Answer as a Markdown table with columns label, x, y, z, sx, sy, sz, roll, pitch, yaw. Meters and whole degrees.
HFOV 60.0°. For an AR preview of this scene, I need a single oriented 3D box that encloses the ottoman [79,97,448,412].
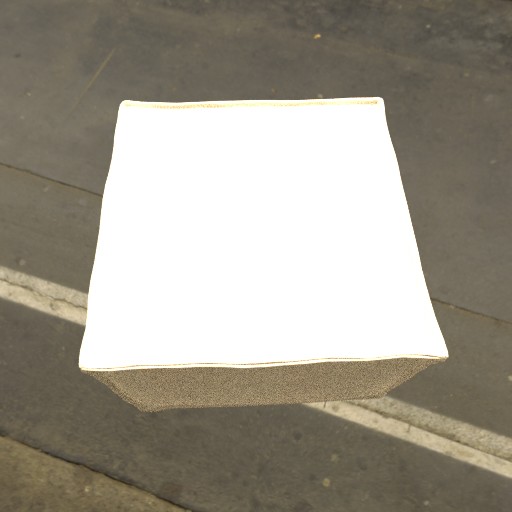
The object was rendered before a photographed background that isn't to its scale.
| label | x | y | z | sx | sy | sz | roll | pitch | yaw |
| --- | --- | --- | --- | --- | --- | --- | --- | --- | --- |
| ottoman | 0.000 | 0.000 | 1.142 | 0.696 | 0.470 | 0.707 | -2 | 62 | -1 |
